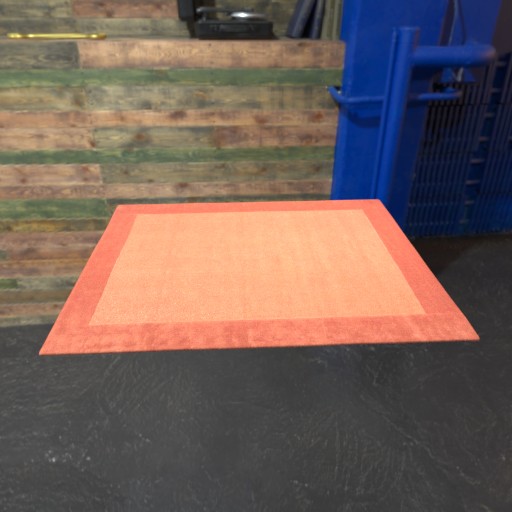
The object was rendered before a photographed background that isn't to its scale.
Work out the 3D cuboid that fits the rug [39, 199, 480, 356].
[{"bbox_3d":[0.000,0.000,3.997,2.976,0.018,2.430,-1,30,-3],"label":"rug"}]
